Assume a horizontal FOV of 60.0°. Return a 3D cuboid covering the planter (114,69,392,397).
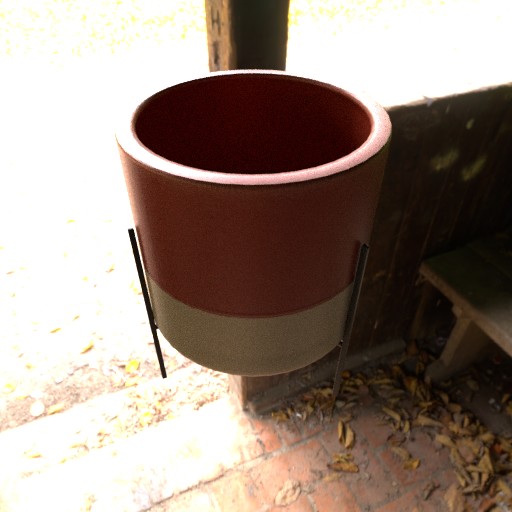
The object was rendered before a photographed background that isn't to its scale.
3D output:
[{"bbox_3d":[0.000,0.000,0.705,0.354,0.465,0.345,26,47,27],"label":"planter"}]
